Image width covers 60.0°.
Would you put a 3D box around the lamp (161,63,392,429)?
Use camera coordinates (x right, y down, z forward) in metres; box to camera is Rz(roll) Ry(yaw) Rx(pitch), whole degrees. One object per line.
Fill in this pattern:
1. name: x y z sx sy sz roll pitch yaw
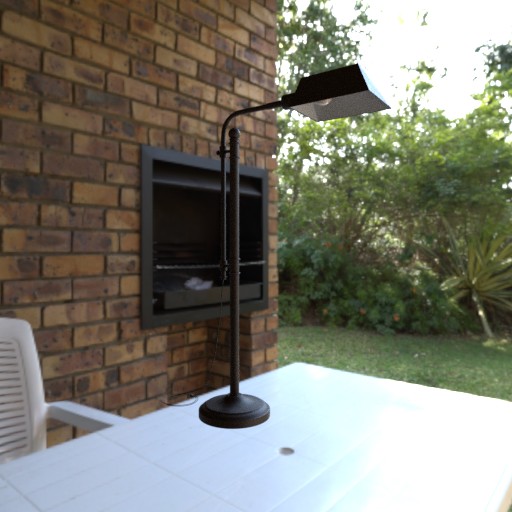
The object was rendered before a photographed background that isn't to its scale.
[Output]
1. lamp: 0.000 0.000 0.949 0.545 0.708 0.159 1 1 35
